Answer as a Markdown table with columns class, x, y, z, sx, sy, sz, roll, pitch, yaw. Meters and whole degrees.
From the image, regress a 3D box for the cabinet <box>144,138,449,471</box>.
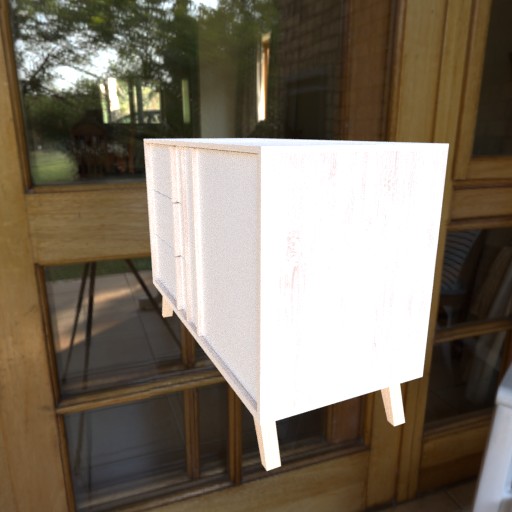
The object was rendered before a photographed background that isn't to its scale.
| class | x | y | z | sx | sy | sz | roll | pitch | yaw |
| --- | --- | --- | --- | --- | --- | --- | --- | --- | --- |
| cabinet | 0.000 | 0.000 | 1.548 | 0.500 | 0.780 | 1.110 | -7 | 17 | -24 |
